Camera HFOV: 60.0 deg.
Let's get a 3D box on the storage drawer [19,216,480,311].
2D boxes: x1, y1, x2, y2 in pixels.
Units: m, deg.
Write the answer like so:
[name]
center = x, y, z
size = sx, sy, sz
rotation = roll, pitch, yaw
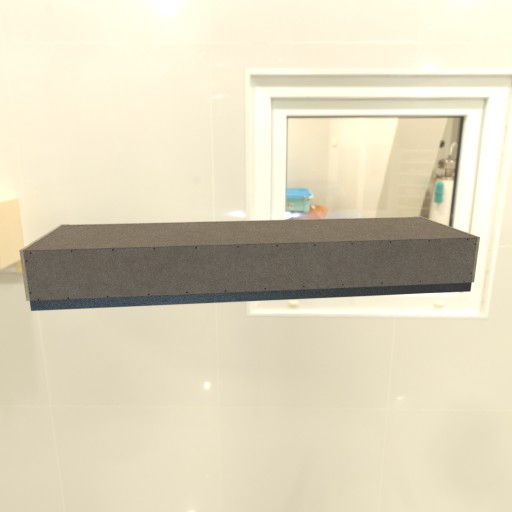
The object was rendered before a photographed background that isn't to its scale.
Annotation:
[storage drawer]
center = 0.000, 0.000, 2.299
size = 2.072, 0.274, 0.591
rotation = -2, 15, -7
